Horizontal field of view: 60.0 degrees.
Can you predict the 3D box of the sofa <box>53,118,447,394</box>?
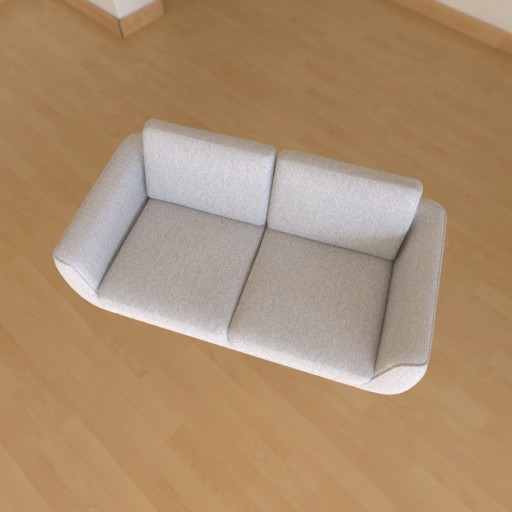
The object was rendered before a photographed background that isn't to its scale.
[{"bbox_3d":[0.000,0.000,2.223,1.700,0.850,0.920,15,60,9],"label":"sofa"}]
